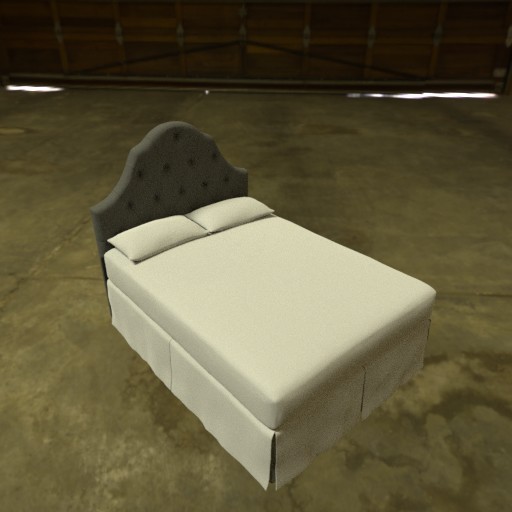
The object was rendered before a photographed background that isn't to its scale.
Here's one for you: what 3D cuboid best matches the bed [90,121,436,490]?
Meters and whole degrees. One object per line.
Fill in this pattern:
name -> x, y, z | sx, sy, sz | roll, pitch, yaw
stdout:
bed -> 0.000, 0.000, 3.238 | 1.636, 1.575, 2.155 | -22, 36, -35
